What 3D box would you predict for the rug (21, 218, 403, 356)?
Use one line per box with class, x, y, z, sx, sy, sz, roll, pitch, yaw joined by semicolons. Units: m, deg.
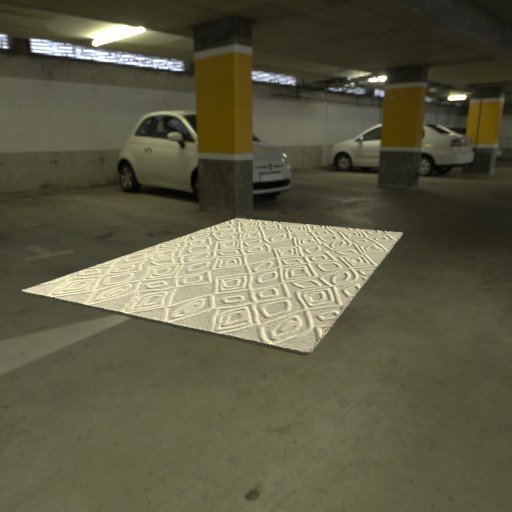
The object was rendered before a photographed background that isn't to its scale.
rug;0.000;0.000;2.316;1.224;0.016;1.832;7;17;25
